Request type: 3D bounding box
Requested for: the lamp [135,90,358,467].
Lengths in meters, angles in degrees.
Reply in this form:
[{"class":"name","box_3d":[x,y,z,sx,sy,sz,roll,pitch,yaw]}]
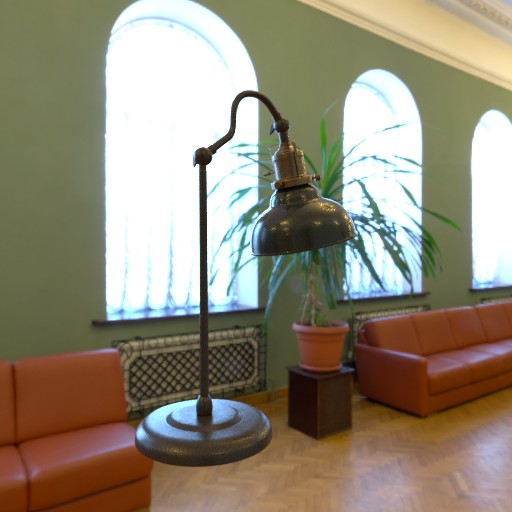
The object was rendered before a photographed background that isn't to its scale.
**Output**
[{"class":"lamp","box_3d":[0.000,0.000,0.684,0.374,0.508,0.192,0,0,-37]}]
